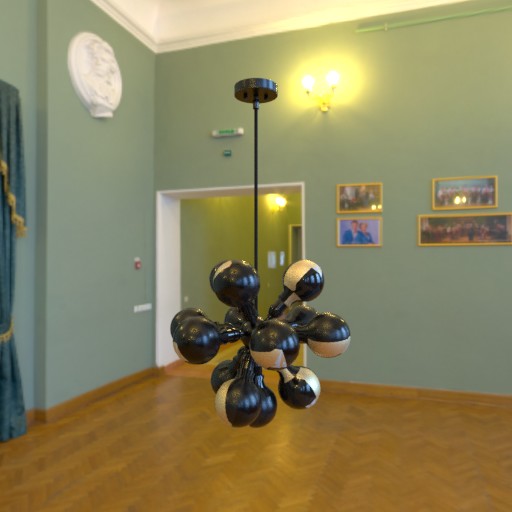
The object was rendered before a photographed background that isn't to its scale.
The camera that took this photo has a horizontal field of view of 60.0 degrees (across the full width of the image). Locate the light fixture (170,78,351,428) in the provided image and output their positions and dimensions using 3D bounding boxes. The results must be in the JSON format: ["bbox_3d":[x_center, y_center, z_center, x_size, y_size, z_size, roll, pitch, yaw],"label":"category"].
[{"bbox_3d":[0.000,0.000,1.120,0.468,0.859,0.420,0,-1,17],"label":"light fixture"}]
